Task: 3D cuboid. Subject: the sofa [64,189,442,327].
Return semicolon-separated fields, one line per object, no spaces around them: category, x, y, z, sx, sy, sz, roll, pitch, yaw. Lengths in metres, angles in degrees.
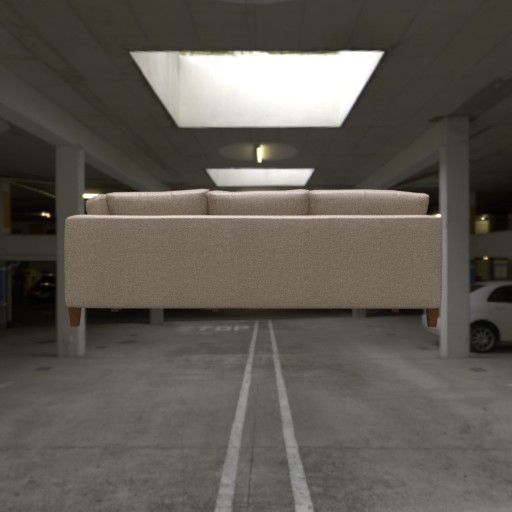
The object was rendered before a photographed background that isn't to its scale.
sofa;0.000;0.000;4.685;2.594;0.961;3.460;0;0;1
